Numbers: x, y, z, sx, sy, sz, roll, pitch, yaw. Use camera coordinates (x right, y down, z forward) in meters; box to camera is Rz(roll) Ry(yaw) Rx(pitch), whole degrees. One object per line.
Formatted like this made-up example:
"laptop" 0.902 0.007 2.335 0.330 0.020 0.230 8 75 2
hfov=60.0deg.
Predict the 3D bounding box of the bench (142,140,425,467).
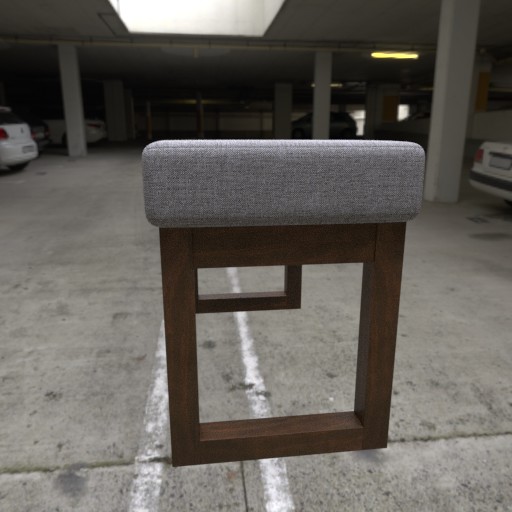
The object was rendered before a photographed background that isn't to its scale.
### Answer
"bench" 0.000 0.000 0.924 0.366 0.467 0.681 -2 15 -7
